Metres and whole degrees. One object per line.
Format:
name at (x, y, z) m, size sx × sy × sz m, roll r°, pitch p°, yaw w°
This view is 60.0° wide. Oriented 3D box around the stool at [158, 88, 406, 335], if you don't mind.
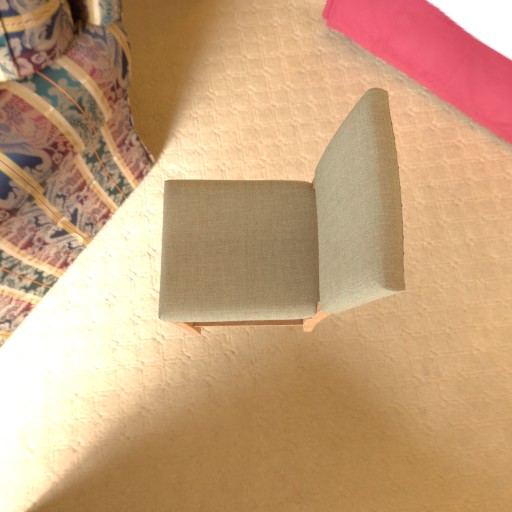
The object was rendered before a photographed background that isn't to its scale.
stool at (0.000, 0.000, 1.461) m, size 0.585 × 1.203 × 0.445 m, roll 0°, pitch 76°, yaw 0°
